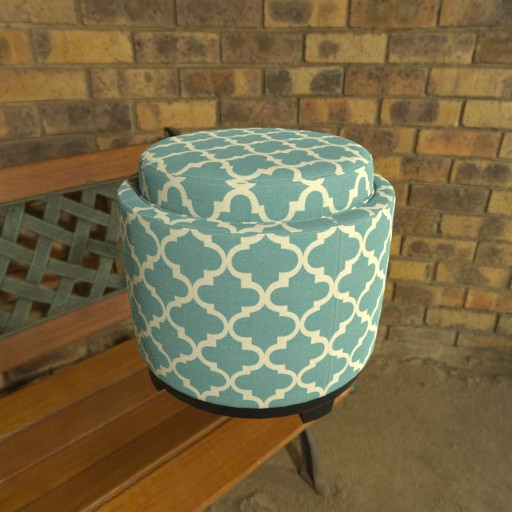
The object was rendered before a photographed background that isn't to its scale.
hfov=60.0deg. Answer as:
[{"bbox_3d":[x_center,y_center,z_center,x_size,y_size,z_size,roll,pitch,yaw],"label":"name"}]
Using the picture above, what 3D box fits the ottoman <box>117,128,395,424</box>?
[{"bbox_3d":[0.000,0.000,0.841,0.480,0.429,0.480,0,26,0],"label":"ottoman"}]
